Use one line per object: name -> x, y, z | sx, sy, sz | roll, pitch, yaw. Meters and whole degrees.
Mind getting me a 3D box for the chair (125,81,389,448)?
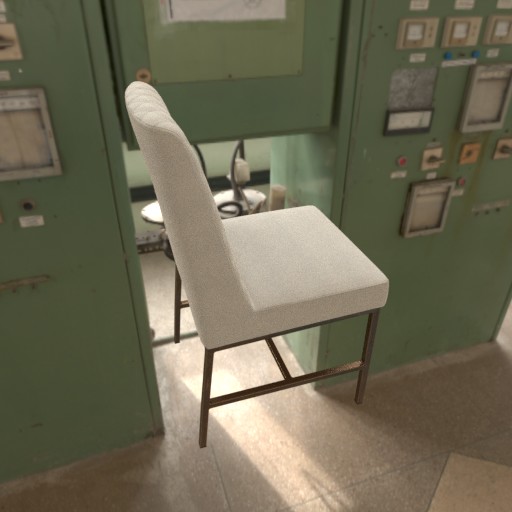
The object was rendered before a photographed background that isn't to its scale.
chair -> 0.000, 0.000, 1.287 | 0.597, 0.933, 0.503 | -10, 33, -15
